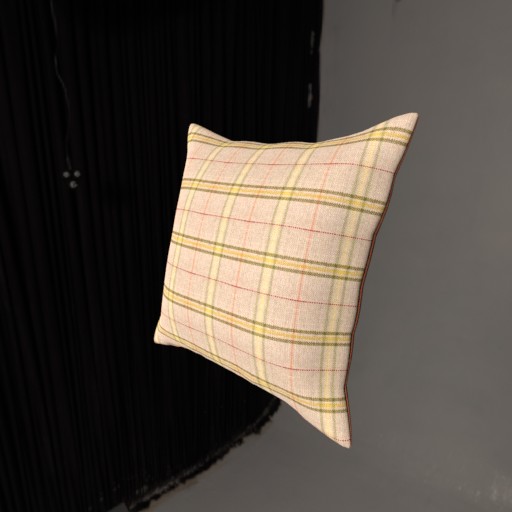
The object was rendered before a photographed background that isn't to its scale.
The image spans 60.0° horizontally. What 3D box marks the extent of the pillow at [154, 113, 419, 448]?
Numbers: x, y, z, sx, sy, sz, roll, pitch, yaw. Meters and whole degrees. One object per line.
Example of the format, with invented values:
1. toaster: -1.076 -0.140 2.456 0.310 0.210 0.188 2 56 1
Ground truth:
1. pillow: 0.000 0.000 0.719 0.453 0.430 0.200 13 20 42
